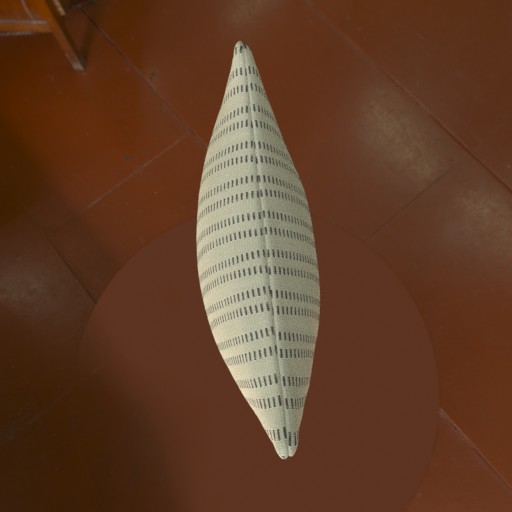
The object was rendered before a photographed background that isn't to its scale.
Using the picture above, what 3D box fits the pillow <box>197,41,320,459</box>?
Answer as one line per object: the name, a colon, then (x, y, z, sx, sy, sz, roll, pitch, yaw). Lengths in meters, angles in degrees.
pillow: (0.000, 0.000, 0.801, 0.210, 0.353, 0.640, -6, 75, -2)
